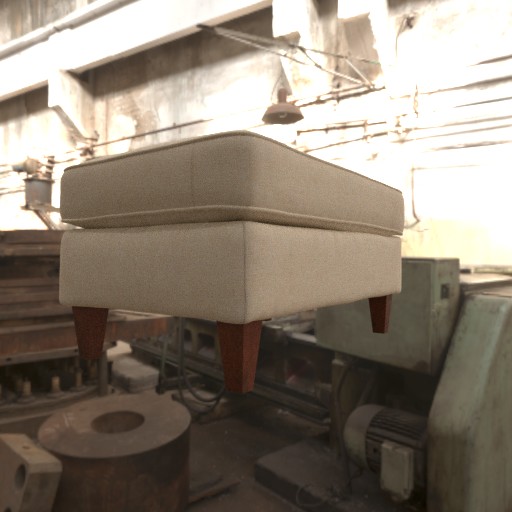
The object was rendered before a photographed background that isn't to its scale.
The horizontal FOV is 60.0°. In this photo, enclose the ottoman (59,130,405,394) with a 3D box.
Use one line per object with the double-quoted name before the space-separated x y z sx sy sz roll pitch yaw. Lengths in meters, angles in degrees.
"ottoman" 0.000 0.000 1.228 0.583 0.484 0.862 0 0 35
